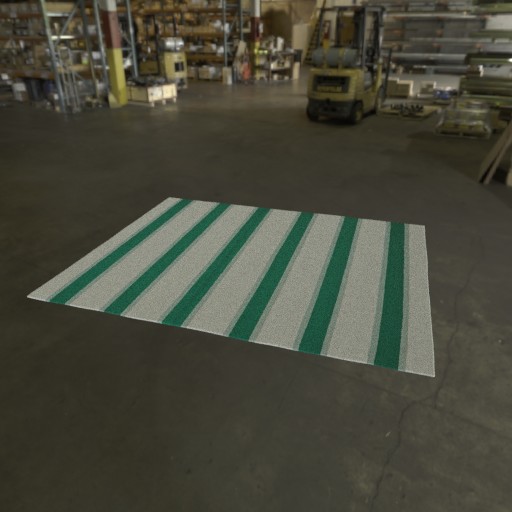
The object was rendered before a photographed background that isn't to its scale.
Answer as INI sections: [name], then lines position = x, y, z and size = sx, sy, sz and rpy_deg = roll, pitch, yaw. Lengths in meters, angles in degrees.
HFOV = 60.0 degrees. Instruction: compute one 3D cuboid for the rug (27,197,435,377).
[rug]
position = 0.000, 0.000, 4.127
size = 3.041, 0.019, 2.434
rpy_deg = 8, 28, 15
